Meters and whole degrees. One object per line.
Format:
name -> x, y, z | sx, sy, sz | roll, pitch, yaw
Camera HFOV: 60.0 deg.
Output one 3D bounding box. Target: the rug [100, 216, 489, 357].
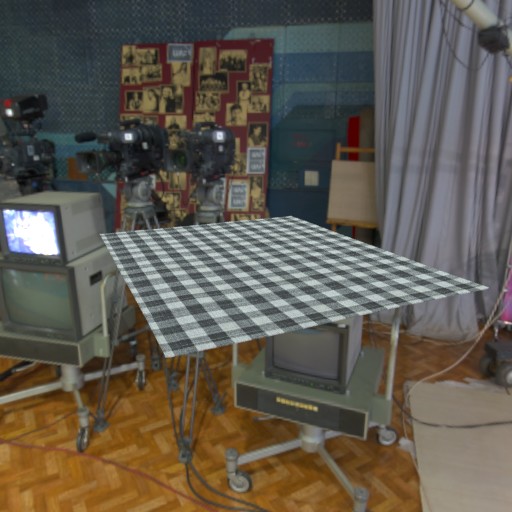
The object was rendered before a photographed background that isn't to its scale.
rug -> 0.000, 0.000, 4.104 | 2.432, 0.013, 3.021 | -7, 18, -24
